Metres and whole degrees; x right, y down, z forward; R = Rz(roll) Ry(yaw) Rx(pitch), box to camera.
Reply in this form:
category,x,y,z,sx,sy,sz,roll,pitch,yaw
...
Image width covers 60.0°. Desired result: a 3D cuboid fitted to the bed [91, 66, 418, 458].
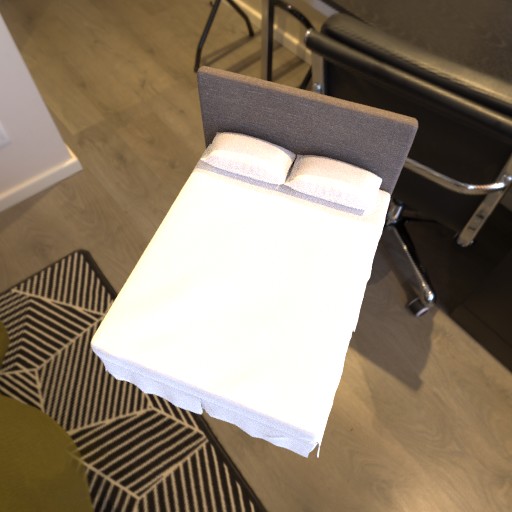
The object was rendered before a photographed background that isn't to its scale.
category,x,y,z,sx,sy,sz,roll,pitch,yaw
bed,0.000,0.000,3.214,1.723,1.330,2.142,18,61,11
